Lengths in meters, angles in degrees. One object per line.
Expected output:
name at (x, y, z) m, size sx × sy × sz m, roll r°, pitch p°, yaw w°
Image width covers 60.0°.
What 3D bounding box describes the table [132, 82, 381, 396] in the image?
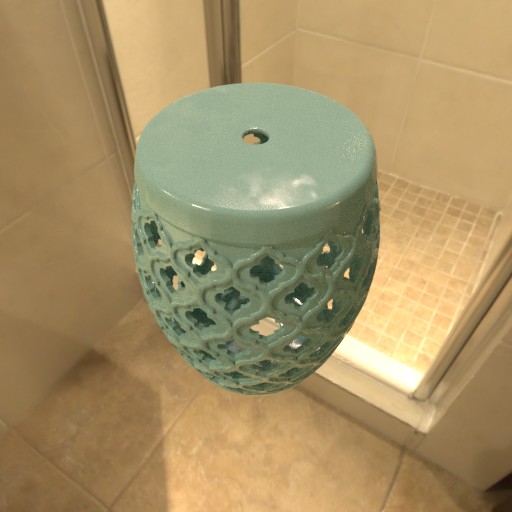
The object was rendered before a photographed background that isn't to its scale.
table at (0.000, 0.000, 0.627) m, size 0.325 × 0.388 × 0.325 m, roll 0°, pitch 48°, yaw 0°
